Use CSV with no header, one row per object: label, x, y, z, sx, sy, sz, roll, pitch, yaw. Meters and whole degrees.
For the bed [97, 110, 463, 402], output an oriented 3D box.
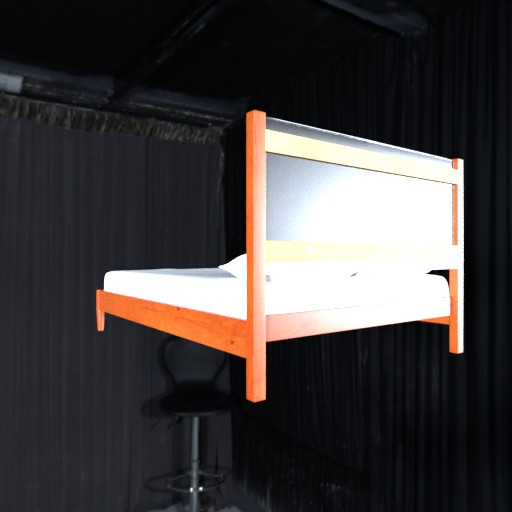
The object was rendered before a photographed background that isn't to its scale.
bed,0.000,0.000,3.071,1.566,1.165,2.117,0,0,-36
